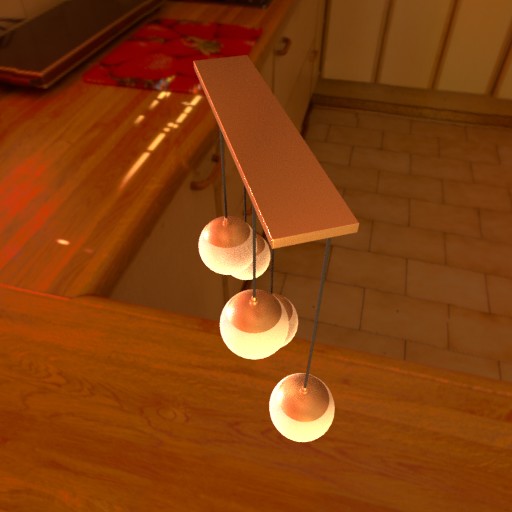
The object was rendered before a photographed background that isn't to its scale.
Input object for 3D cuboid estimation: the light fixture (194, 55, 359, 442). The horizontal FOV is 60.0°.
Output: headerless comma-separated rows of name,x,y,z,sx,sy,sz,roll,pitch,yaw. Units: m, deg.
light fixture,0.000,0.000,1.317,0.299,0.869,0.863,-11,47,-11
